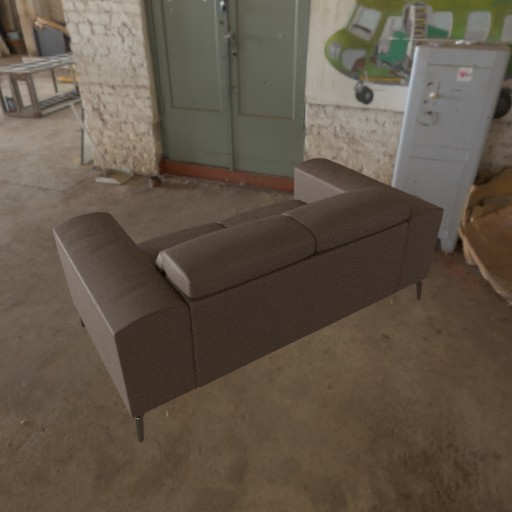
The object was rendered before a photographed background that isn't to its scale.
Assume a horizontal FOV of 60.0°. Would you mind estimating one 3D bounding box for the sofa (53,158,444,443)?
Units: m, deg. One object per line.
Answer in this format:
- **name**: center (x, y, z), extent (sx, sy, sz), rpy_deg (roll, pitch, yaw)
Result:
- **sofa**: center (0.000, 0.000, 2.488), extent (1.895, 0.779, 1.003), rpy_deg (-19, 37, -28)
